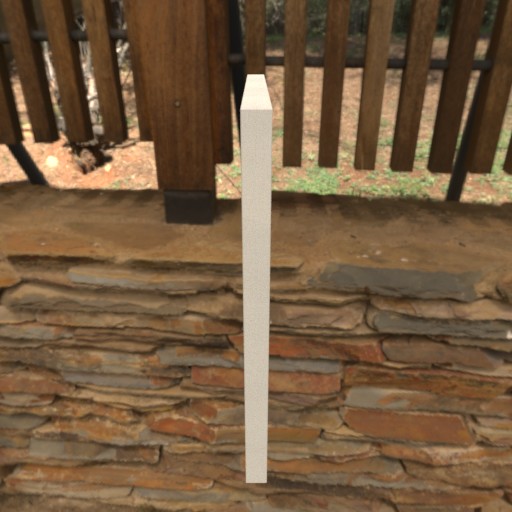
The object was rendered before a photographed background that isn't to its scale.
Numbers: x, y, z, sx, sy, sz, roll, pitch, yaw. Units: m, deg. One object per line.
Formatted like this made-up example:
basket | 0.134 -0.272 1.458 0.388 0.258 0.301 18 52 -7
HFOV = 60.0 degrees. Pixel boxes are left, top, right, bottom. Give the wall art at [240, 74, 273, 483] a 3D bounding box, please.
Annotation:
wall art | 0.000 0.000 0.844 0.037 0.606 0.508 0 26 0
